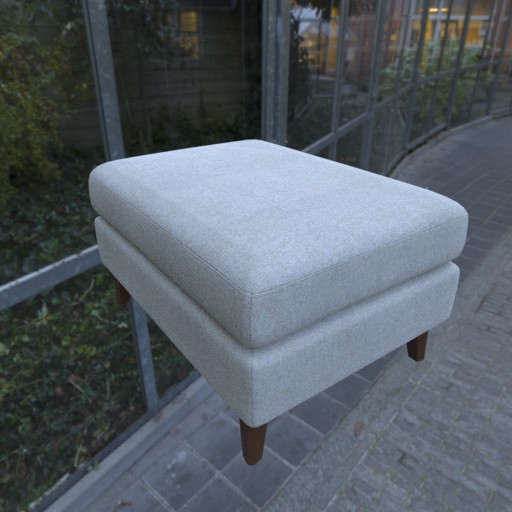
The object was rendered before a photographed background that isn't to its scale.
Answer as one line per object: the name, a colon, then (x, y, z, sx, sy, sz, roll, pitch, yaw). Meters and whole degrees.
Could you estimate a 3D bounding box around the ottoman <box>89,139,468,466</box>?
ottoman: (0.000, 0.000, 1.189, 0.610, 0.478, 0.823, -18, 32, -31)
